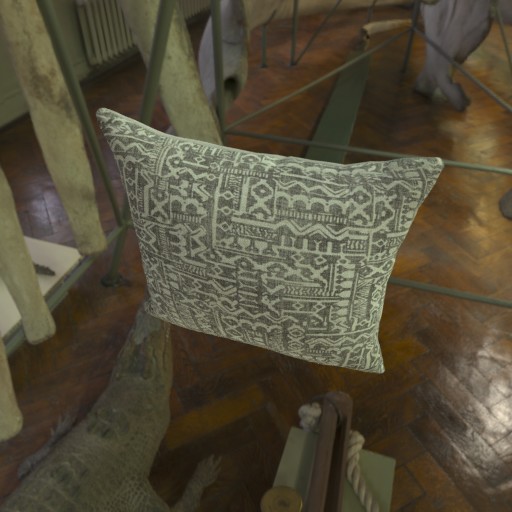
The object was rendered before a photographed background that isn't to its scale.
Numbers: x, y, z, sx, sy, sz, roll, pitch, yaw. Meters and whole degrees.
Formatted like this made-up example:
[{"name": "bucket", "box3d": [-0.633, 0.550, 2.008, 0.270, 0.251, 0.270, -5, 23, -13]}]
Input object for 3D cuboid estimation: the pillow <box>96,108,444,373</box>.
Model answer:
[{"name": "pillow", "box3d": [0.000, 0.000, 0.807, 0.546, 0.487, 0.180, 13, 43, 14]}]
